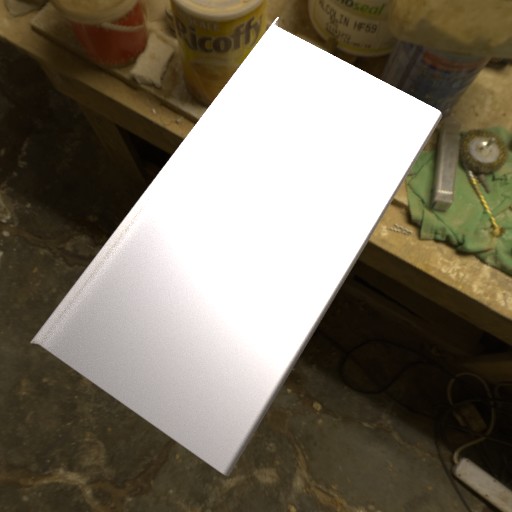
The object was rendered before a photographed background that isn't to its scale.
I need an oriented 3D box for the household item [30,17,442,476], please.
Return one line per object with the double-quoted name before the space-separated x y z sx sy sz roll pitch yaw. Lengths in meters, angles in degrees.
"household item" 0.000 0.000 1.650 0.610 0.851 1.219 31 77 8
